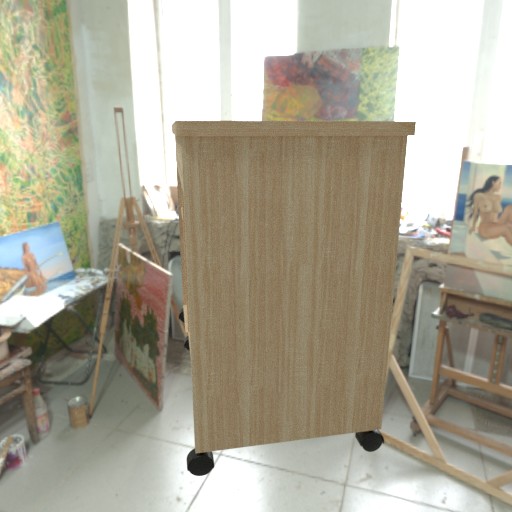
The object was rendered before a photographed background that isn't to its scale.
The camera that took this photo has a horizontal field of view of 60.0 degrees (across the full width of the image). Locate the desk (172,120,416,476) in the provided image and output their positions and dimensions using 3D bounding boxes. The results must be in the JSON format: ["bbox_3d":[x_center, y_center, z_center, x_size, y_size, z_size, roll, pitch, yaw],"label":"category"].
[{"bbox_3d":[0.000,0.000,1.346,0.480,0.770,0.884,-3,16,-10],"label":"desk"}]
